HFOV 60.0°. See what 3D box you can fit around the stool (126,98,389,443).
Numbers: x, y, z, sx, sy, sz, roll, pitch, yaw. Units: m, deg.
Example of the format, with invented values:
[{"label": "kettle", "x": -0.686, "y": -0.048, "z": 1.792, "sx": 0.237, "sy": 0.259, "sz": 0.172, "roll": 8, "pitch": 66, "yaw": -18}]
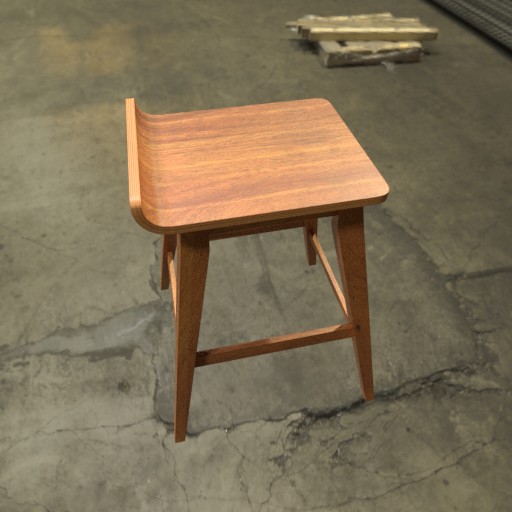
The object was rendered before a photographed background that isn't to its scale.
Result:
[{"label": "stool", "x": 0.000, "y": 0.000, "z": 1.015, "sx": 0.500, "sy": 0.650, "sz": 0.500, "roll": -9, "pitch": 47, "yaw": -9}]
